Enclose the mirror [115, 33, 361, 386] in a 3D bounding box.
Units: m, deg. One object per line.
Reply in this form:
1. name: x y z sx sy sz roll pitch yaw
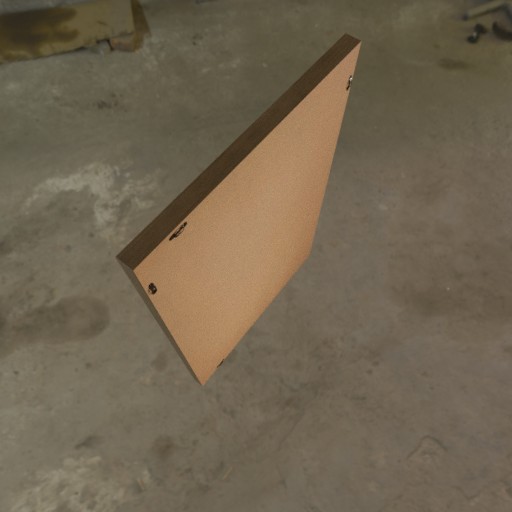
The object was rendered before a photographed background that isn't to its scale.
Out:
1. mirror: 0.000 0.000 1.150 0.041 0.915 0.609 35 69 16
